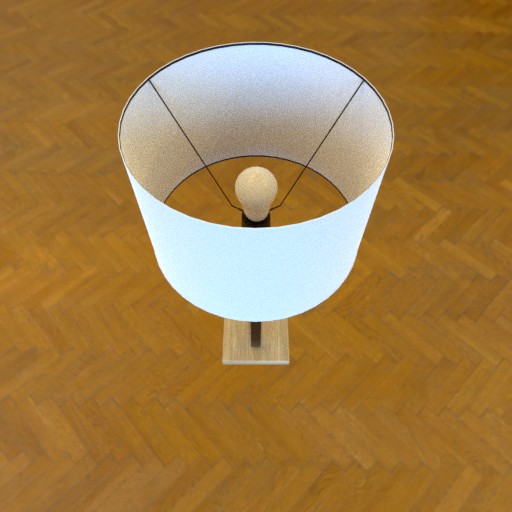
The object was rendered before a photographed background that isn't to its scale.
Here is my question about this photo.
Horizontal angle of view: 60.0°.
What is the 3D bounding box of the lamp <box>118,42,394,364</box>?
[{"bbox_3d":[0.000,0.000,0.665,0.279,0.508,0.279,0,57,0],"label":"lamp"}]
